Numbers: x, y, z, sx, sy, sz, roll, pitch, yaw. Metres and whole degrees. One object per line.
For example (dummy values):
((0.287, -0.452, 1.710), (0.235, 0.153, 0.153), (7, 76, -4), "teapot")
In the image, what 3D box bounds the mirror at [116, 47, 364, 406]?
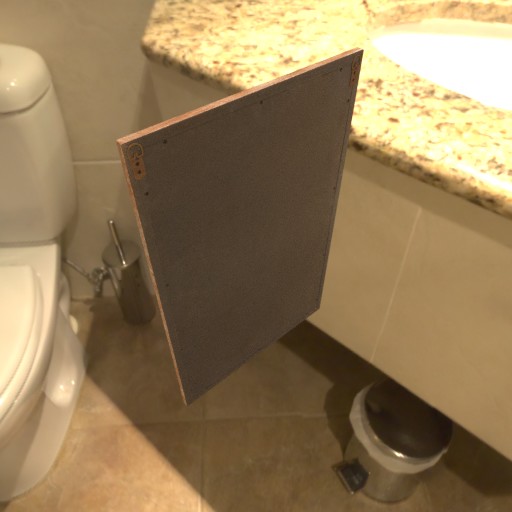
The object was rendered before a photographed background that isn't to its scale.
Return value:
((0.000, 0.000, 0.994), (0.495, 0.787, 0.058), (-31, 54, -26), "mirror")
